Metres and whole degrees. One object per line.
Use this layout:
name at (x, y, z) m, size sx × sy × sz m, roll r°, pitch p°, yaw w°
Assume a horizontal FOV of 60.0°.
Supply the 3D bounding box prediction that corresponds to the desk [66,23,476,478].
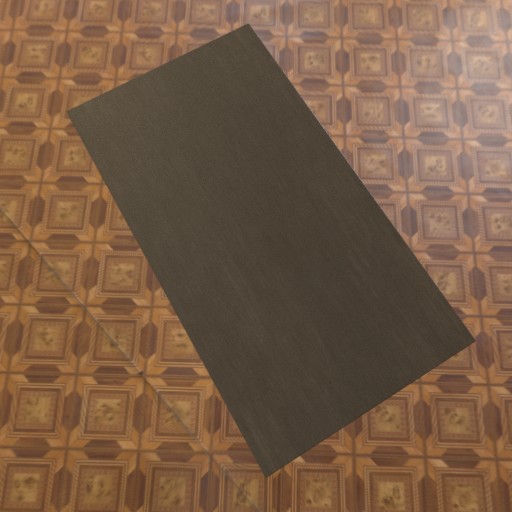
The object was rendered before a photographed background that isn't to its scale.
desk at (0.000, 0.000, 1.529) m, size 0.600 × 0.750 × 1.100 m, roll -30°, pitch 76°, yaw -8°
